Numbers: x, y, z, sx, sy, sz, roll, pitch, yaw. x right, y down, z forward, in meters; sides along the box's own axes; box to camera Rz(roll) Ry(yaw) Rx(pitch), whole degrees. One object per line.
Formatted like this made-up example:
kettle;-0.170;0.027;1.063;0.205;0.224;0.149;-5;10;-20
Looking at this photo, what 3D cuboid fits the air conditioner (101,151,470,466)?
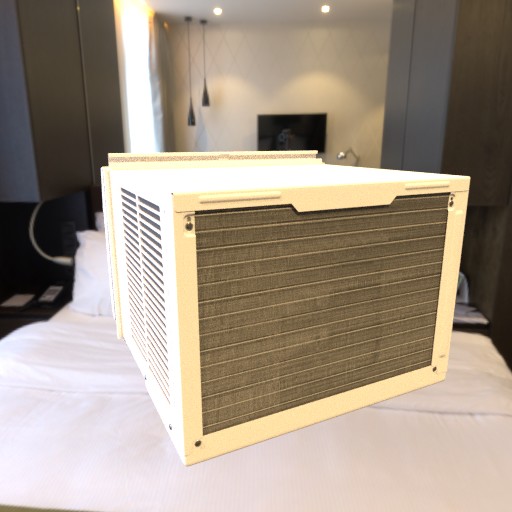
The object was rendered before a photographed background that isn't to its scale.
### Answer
air conditioner;0.000;0.000;0.866;0.503;0.388;0.546;-7;16;-26
